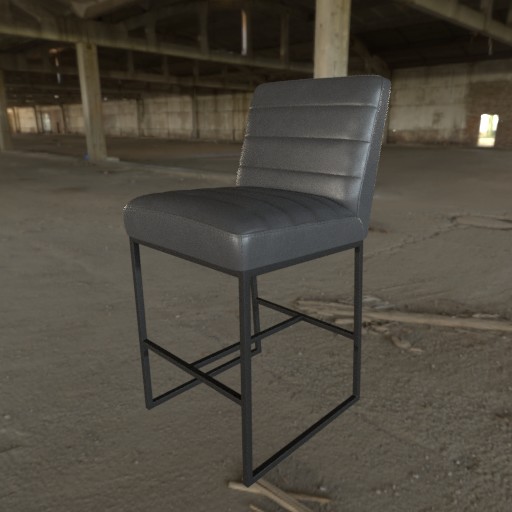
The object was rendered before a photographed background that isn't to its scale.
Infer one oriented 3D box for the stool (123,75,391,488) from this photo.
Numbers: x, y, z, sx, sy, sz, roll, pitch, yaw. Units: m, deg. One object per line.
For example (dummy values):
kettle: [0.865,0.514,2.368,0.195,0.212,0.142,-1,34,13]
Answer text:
stool: [0.000,0.000,1.221,0.457,0.938,0.552,16,23,42]
